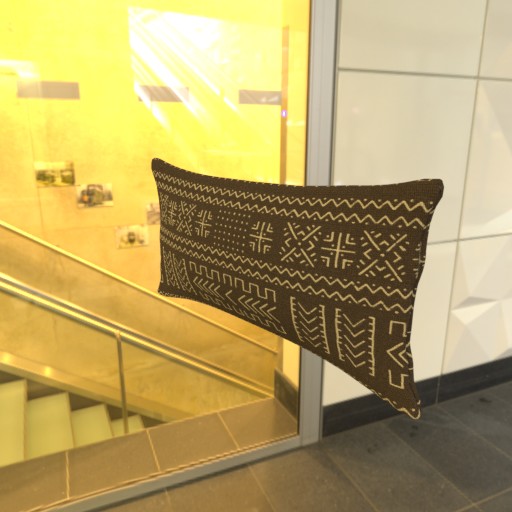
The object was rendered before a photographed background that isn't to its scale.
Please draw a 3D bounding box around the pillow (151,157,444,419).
[{"bbox_3d":[0.000,0.000,0.794,0.135,0.322,0.667,-14,21,-41],"label":"pillow"}]
